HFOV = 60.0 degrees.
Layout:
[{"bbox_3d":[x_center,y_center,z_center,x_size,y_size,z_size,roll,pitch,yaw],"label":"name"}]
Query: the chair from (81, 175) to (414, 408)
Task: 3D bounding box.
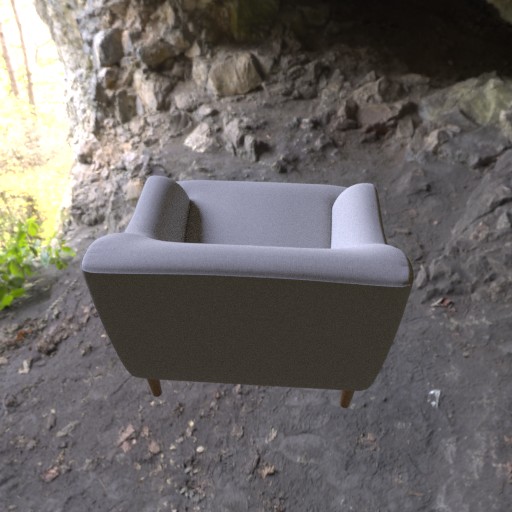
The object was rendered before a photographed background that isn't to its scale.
[{"bbox_3d":[0.000,0.000,1.644,0.946,0.818,0.951,3,44,3],"label":"chair"}]
